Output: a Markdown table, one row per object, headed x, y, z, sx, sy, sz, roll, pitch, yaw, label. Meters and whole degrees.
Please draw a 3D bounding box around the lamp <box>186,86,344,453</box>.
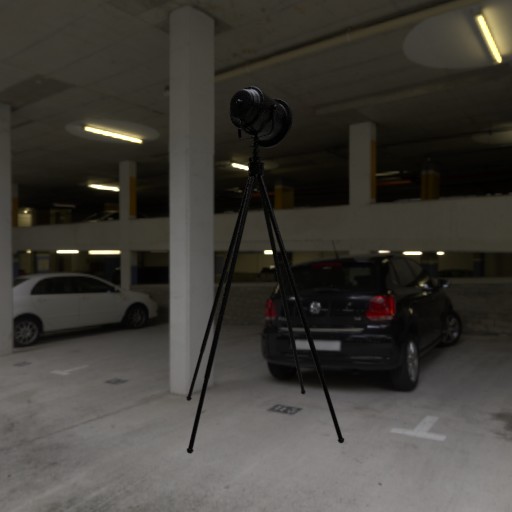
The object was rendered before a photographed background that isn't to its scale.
| x | y | z | sx | sy | sz | roll | pitch | yaw | label |
| --- | --- | --- | --- | --- | --- | --- | --- | --- | --- |
| 0.000 | 0.000 | 2.033 | 0.879 | 1.504 | 0.884 | 1 | 1 | 36 | lamp |
